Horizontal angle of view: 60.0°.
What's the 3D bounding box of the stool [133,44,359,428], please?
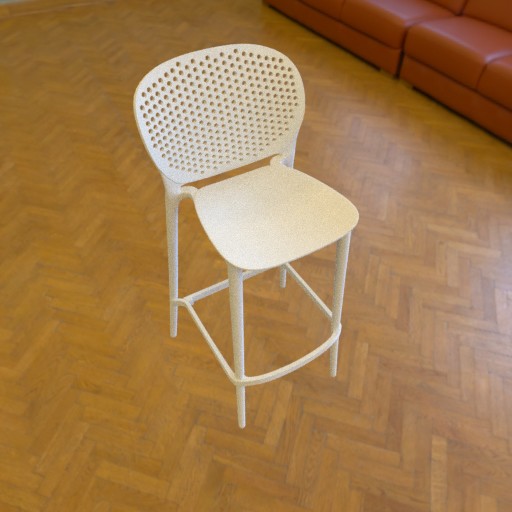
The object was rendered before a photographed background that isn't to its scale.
[{"bbox_3d":[0.000,0.000,1.345,0.536,1.045,0.535,-23,51,-20],"label":"stool"}]
